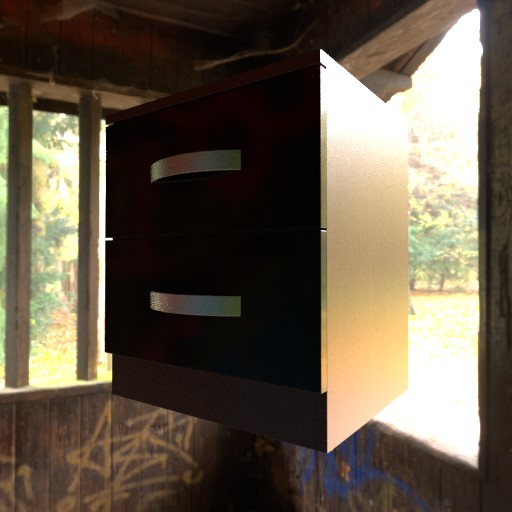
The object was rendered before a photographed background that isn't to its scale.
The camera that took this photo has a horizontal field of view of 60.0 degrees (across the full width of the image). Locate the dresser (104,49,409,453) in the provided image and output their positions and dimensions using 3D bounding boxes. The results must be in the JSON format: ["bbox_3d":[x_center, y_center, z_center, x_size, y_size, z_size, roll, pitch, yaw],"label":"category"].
[{"bbox_3d":[0.000,0.000,0.747,0.400,0.470,0.360,-1,-1,35],"label":"dresser"}]
